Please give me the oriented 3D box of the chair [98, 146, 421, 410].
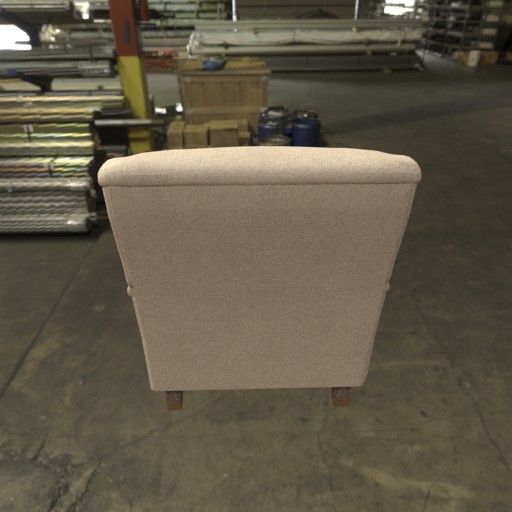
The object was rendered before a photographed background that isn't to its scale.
[{"bbox_3d":[0.000,0.000,1.815,0.879,1.119,0.953,-1,30,-1],"label":"chair"}]
